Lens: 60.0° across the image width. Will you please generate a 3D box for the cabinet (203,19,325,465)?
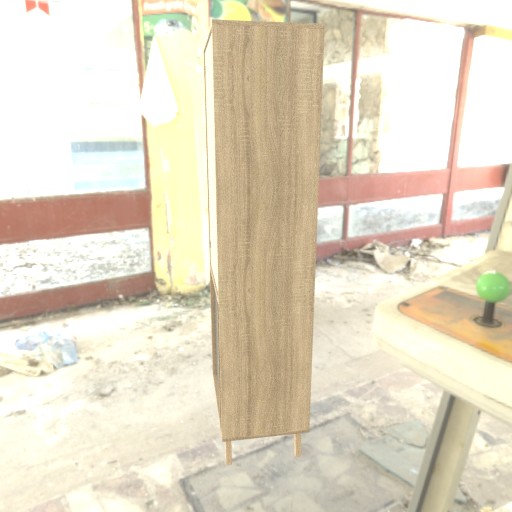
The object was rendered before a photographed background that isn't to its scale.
[{"bbox_3d":[0.000,0.000,2.061,0.400,1.850,0.570,-3,16,-9],"label":"cabinet"}]
